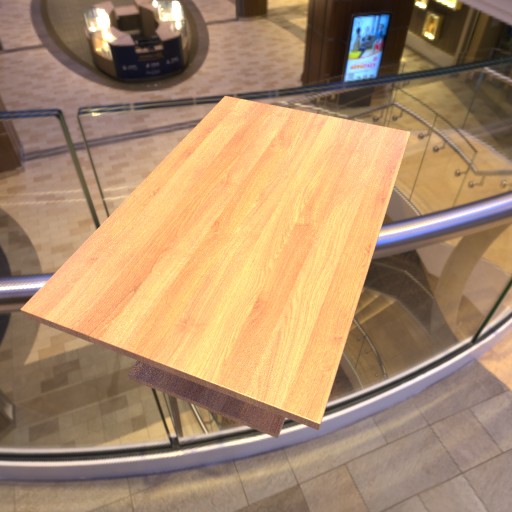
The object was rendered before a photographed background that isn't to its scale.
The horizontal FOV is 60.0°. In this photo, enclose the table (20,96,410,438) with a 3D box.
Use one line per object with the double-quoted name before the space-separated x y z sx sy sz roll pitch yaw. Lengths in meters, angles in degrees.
"table" 0.000 0.000 1.418 0.700 0.442 1.100 16 48 15
